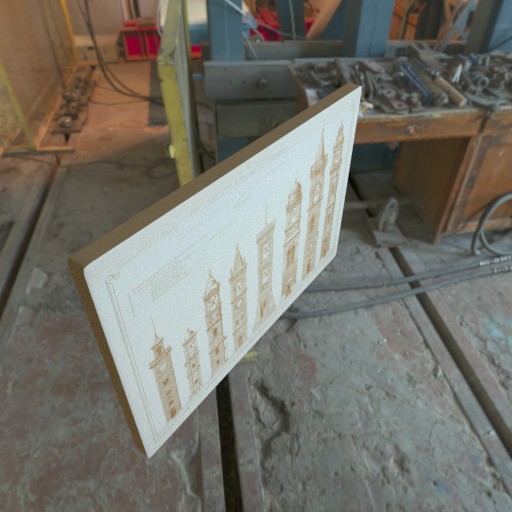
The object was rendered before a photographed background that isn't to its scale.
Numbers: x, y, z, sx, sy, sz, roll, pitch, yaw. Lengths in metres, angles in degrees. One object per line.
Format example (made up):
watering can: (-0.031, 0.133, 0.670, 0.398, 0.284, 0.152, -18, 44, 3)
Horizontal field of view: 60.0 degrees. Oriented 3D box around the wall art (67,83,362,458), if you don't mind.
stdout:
wall art: (0.000, 0.000, 0.471, 0.019, 0.254, 0.380, 26, 47, 27)
